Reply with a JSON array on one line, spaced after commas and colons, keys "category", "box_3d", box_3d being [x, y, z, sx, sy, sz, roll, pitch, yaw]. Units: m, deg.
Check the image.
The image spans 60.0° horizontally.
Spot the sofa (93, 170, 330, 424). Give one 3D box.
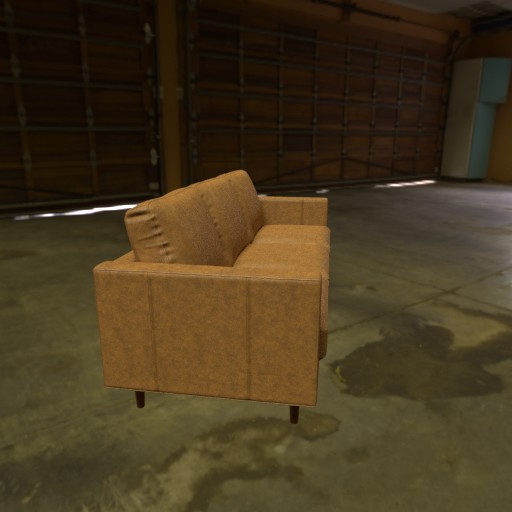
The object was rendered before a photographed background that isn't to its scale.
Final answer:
[{"category": "sofa", "box_3d": [0.000, 0.000, 2.746, 0.903, 0.930, 2.231, 2, 15, 9]}]
